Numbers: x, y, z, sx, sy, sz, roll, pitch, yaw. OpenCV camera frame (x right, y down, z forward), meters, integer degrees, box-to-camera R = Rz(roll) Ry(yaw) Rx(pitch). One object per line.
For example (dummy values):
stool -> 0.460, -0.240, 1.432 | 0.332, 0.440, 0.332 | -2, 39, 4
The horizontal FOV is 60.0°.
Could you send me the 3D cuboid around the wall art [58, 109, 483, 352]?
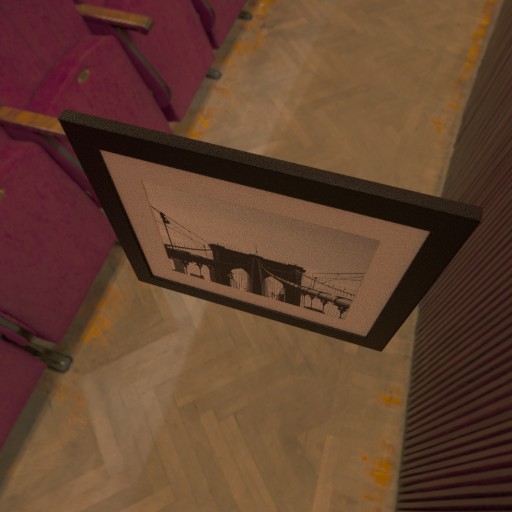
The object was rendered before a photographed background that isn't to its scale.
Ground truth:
wall art -> 0.000, 0.000, 0.718 | 0.521, 0.450, 0.018 | 15, 61, 9
